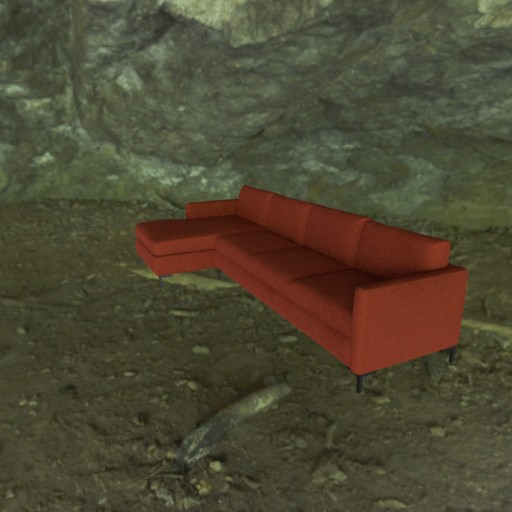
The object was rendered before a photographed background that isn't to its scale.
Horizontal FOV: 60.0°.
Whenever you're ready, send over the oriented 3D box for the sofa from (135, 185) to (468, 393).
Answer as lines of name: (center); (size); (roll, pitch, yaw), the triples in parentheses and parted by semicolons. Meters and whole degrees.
sofa: (0.000, 0.000, 3.011); (1.136, 0.663, 2.467); (-8, 19, -26)
